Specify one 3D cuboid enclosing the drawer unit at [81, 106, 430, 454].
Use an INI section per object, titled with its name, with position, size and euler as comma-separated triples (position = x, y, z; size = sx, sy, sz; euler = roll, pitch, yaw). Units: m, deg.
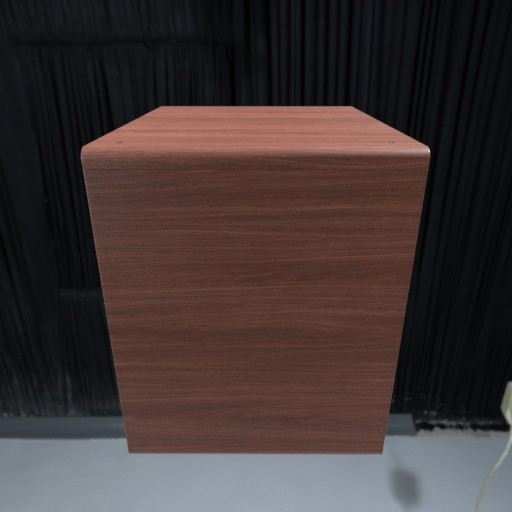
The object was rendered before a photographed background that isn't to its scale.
[drawer unit]
position = 0.000, 0.000, 0.596
size = 0.290, 0.351, 0.349
euler = 0, 24, 0
